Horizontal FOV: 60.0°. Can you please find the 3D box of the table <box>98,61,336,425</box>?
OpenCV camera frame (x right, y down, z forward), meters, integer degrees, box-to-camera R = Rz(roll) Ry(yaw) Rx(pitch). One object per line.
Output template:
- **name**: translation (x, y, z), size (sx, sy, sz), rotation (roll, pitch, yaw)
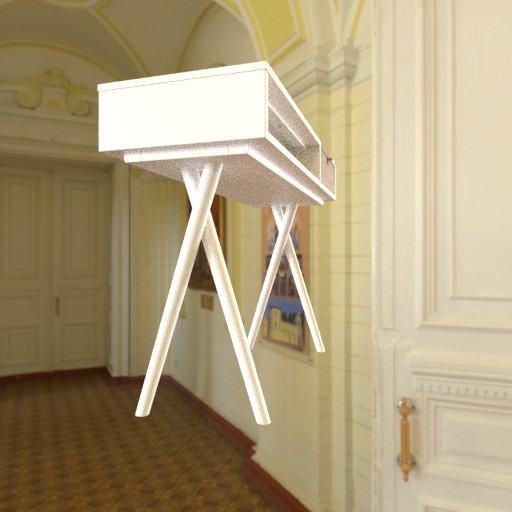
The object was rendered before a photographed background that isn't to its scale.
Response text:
- **table**: translation (0.000, 0.000, 1.455), size (0.418, 0.785, 1.066), rotation (0, 0, 18)
